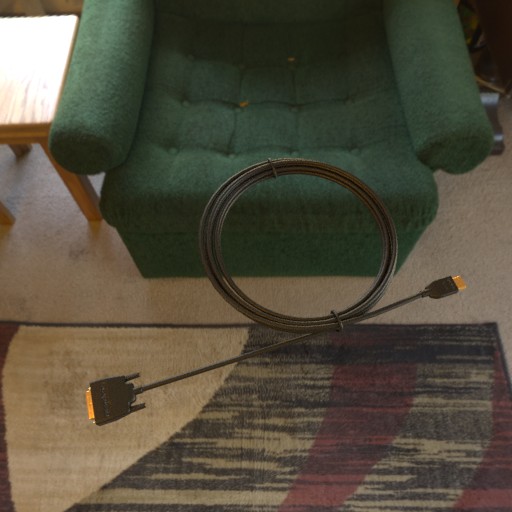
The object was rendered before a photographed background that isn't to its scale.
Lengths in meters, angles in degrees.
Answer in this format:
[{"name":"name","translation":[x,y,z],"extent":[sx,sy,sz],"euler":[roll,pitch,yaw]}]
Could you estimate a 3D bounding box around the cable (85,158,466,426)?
[{"name":"cable","translation":[0.000,0.000,0.515],"extent":[0.422,0.030,0.257],"euler":[-16,64,-8]}]
